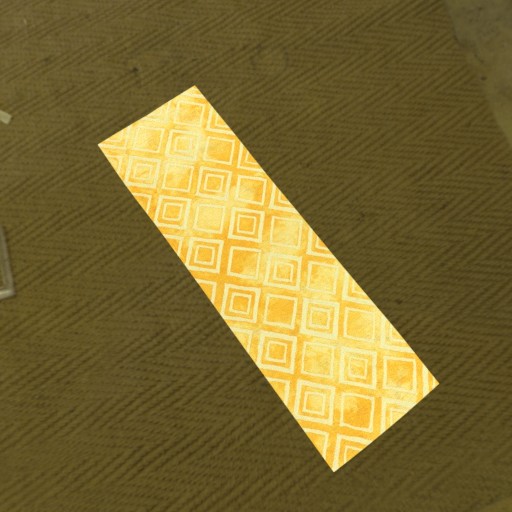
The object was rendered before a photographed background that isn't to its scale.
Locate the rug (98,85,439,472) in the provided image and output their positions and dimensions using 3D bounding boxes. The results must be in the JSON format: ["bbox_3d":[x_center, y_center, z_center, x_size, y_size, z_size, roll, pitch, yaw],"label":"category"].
[{"bbox_3d":[0.000,0.000,2.691,0.775,0.010,2.438,-36,77,-9],"label":"rug"}]
